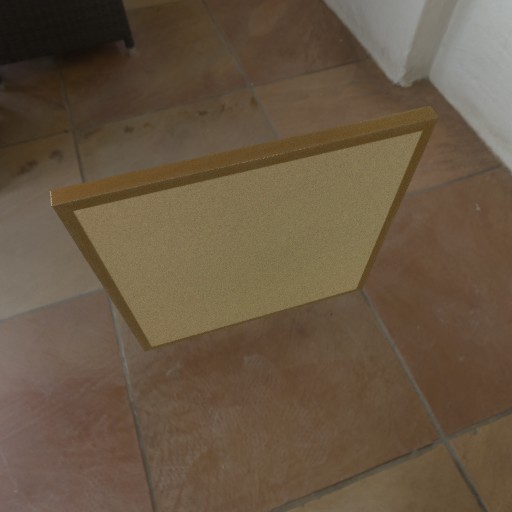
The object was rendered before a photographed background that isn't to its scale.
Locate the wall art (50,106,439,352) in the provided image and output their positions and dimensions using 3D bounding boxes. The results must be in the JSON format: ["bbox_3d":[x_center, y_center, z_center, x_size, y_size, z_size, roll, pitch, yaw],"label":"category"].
[{"bbox_3d":[0.000,0.000,1.169,0.762,0.760,0.037,-15,60,-9],"label":"wall art"}]
